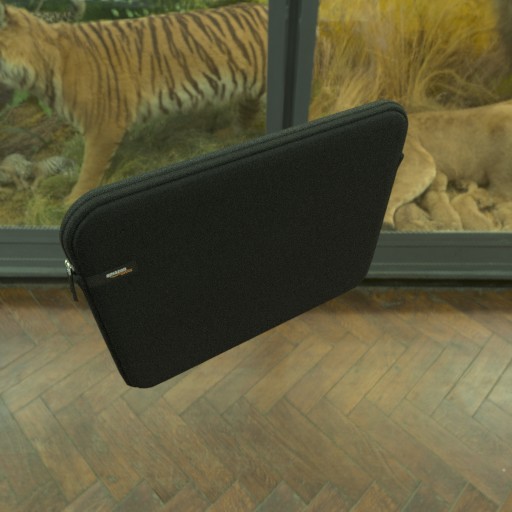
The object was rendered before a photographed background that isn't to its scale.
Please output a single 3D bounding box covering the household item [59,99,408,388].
[{"bbox_3d":[0.000,0.000,0.518,0.396,0.305,0.030,-23,50,-20],"label":"household item"}]
